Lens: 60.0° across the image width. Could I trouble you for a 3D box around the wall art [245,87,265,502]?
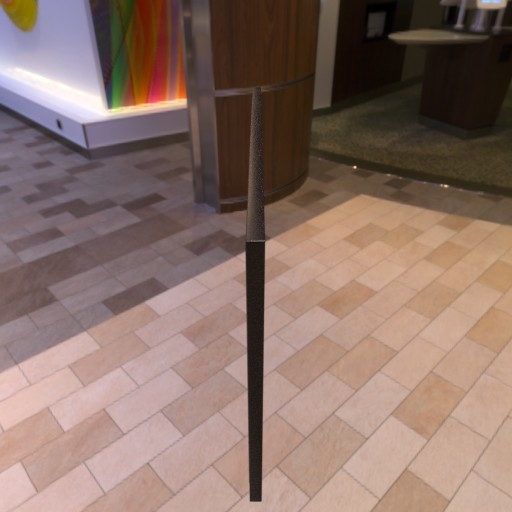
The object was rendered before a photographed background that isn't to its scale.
[{"bbox_3d":[0.000,0.000,0.549,0.013,0.306,0.440,0,33,0],"label":"wall art"}]
